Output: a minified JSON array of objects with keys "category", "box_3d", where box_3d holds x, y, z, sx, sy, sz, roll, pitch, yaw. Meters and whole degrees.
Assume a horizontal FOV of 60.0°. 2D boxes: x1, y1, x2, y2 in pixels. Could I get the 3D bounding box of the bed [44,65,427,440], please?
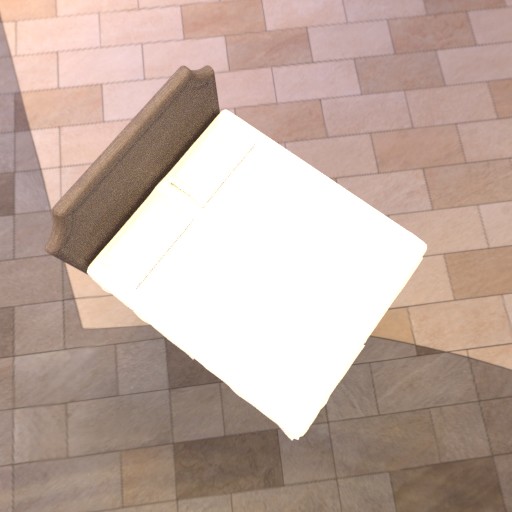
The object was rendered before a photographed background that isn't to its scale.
[{"category":"bed","box_3d":[0.000,0.000,4.153,2.773,1.590,2.350,36,79,8]}]
